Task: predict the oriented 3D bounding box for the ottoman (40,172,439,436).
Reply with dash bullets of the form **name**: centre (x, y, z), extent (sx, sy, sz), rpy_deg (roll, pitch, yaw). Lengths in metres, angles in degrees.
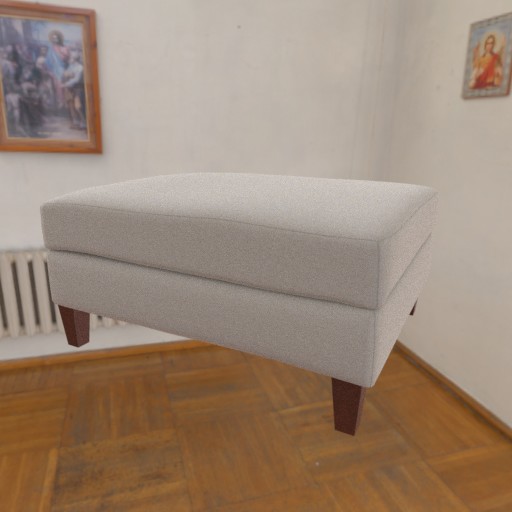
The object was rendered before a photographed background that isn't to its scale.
- **ottoman**: centre (0.000, 0.000, 1.413), extent (0.976, 0.492, 0.836), rpy_deg (8, 18, 27)
